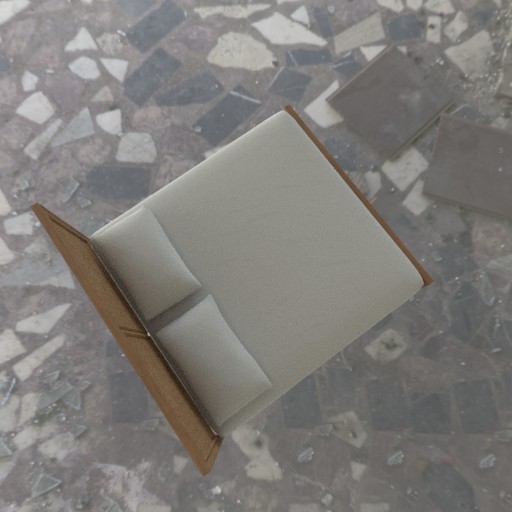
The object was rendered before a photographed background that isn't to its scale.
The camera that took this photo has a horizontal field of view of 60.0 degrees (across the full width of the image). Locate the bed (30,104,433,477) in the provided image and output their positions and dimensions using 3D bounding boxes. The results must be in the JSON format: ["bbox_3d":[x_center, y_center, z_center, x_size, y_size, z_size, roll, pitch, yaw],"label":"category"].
[{"bbox_3d":[0.000,0.000,3.530,2.184,1.387,2.003,-35,80,-7],"label":"bed"}]
